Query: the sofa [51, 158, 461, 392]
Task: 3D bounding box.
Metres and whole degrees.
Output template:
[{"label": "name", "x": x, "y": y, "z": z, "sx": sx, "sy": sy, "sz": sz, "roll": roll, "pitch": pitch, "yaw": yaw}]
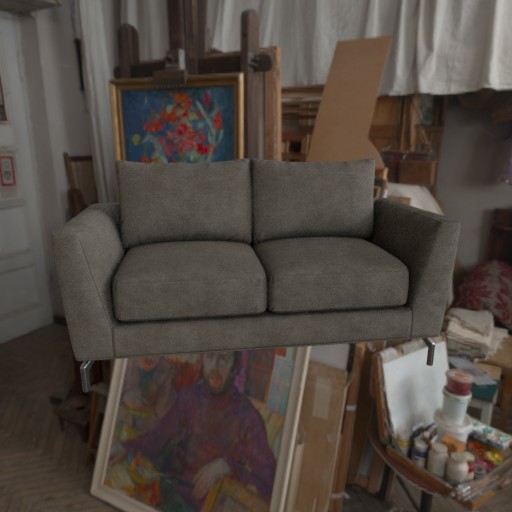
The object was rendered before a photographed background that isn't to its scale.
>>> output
[{"label": "sofa", "x": 0.000, "y": 0.000, "z": 2.394, "sx": 1.832, "sy": 1.013, "sz": 0.855, "roll": -2, "pitch": 15, "yaw": -8}]
